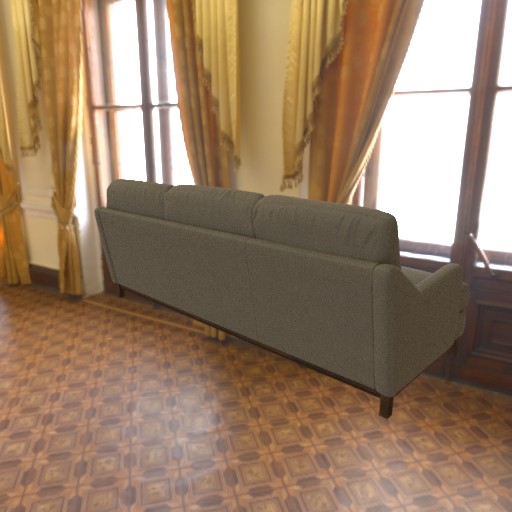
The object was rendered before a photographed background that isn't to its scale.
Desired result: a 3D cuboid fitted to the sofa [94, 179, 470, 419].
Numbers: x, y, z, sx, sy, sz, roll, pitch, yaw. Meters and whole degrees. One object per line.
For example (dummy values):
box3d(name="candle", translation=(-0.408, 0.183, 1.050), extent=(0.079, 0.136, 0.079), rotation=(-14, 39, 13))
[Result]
box3d(name="sofa", translation=(0.000, 0.000, 2.836), extent=(2.344, 0.926, 0.987), rotation=(13, 20, 42))
